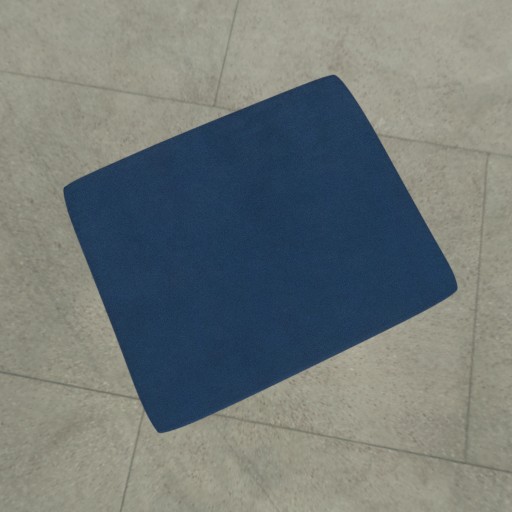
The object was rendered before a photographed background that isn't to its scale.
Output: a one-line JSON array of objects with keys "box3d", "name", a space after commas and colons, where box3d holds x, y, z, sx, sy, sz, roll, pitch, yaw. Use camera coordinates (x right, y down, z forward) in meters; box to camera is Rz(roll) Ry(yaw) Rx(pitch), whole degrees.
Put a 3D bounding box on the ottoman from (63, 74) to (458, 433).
[{"box3d": [0.000, 0.000, 1.213, 0.794, 0.485, 0.655, -24, 78, -5], "name": "ottoman"}]
